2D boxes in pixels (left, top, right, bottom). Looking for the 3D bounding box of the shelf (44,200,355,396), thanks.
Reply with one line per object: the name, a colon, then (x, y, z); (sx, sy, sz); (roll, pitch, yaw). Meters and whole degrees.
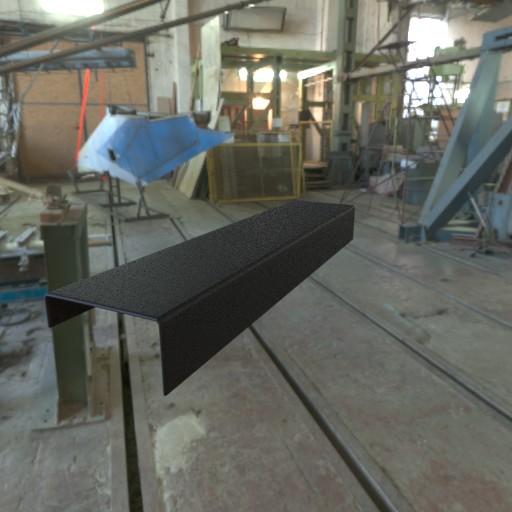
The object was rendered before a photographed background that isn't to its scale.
shelf: (0.000, 0.000, 0.486); (0.102, 0.053, 0.456); (8, 18, 25)
